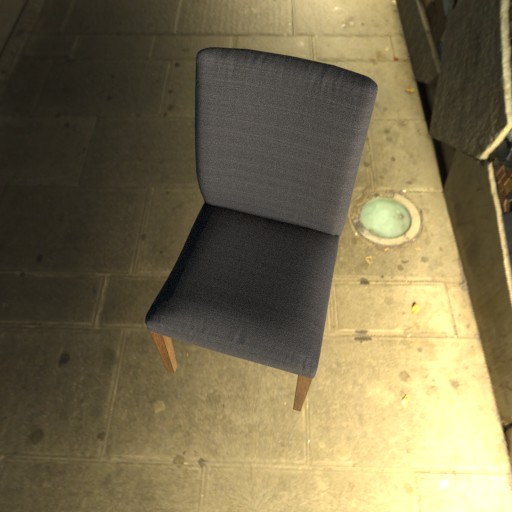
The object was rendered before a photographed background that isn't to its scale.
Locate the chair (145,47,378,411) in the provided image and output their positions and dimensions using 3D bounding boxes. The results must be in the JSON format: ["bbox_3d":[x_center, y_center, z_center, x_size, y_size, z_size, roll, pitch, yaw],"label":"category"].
[{"bbox_3d":[0.000,0.000,1.300,0.496,0.940,0.585,14,61,8],"label":"chair"}]
